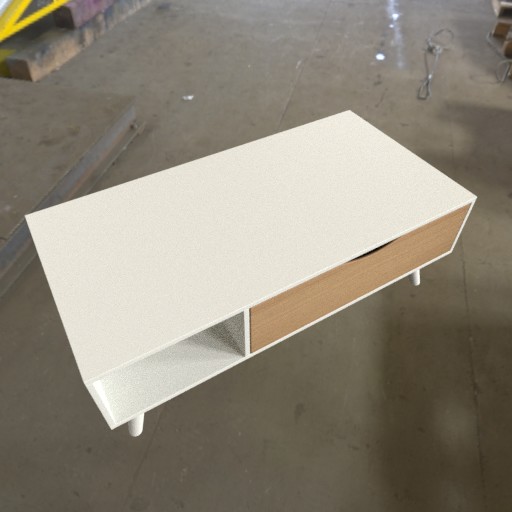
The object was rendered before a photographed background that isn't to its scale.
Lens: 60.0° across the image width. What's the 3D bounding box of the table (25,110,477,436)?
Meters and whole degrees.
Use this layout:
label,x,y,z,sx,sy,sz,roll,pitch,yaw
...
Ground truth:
label,x,y,z,sx,sy,sz,roll,pitch,yaw
table,0.000,0.000,1.466,1.194,0.432,0.609,-23,51,-21
